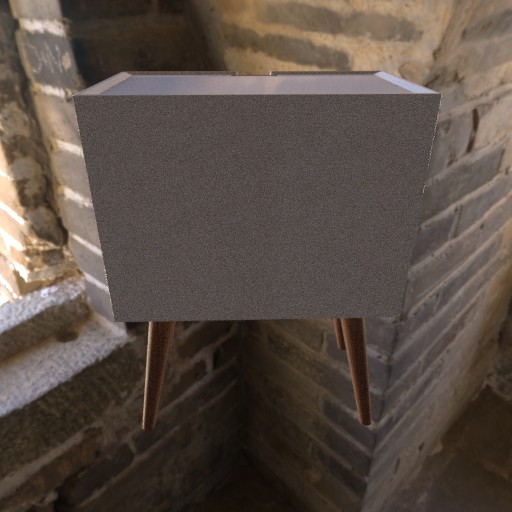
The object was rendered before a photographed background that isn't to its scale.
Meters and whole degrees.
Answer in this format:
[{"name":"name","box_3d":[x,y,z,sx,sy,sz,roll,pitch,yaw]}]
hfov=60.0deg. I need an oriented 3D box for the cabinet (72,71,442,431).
[{"name":"cabinet","box_3d":[0.000,0.000,1.040,0.591,0.772,0.344,-1,29,-1]}]
